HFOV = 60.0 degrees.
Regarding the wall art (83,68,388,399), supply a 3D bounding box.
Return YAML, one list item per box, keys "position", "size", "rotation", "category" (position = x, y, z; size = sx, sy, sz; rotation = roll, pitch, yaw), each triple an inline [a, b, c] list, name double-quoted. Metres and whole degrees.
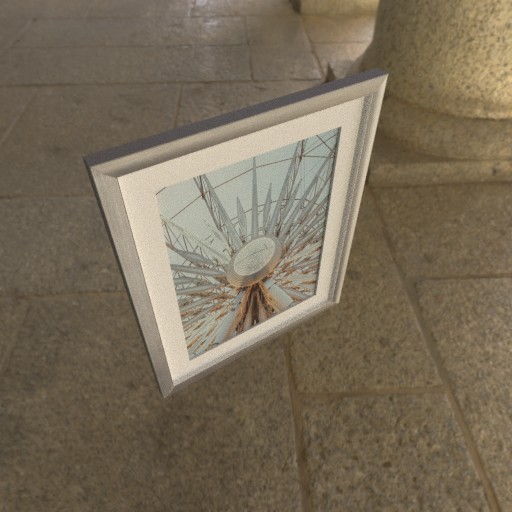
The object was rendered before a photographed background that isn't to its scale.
- position: [0.000, 0.000, 0.789]
  size: [0.458, 0.558, 0.029]
  rotation: [-24, 51, -22]
  category: "wall art"
